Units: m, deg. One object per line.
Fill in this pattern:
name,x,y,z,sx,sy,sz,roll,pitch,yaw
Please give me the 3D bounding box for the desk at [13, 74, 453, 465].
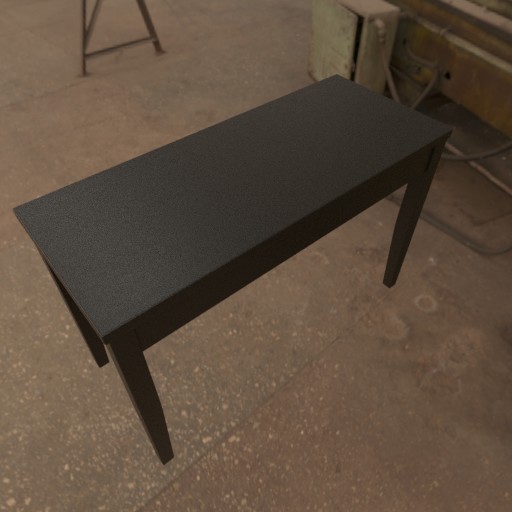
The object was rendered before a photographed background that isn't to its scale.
desk,0.000,0.000,1.560,1.220,0.775,0.508,-31,54,-26
